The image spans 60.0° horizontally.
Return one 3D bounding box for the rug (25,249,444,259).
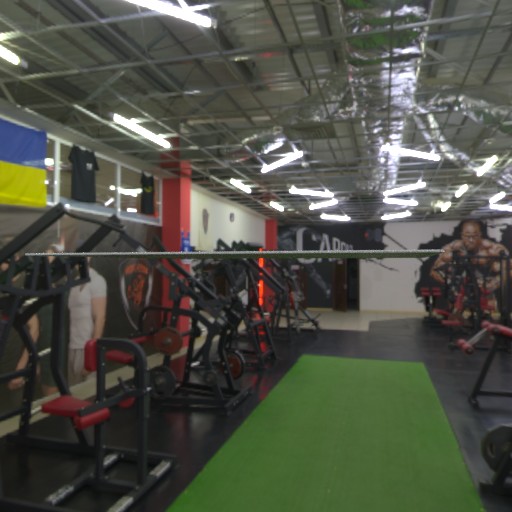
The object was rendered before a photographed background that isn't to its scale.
[{"bbox_3d":[0.000,0.000,4.230,3.123,0.017,2.447,0,-1,18],"label":"rug"}]
